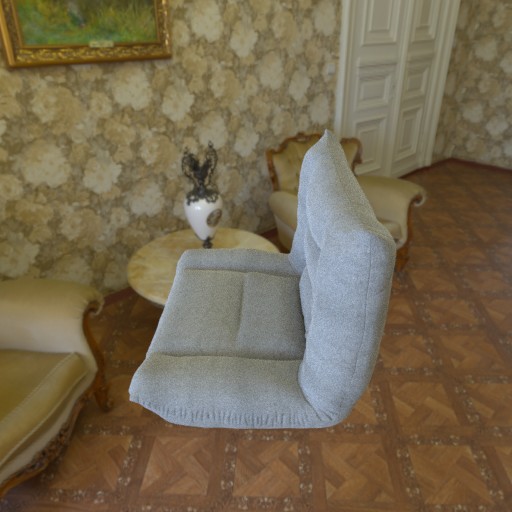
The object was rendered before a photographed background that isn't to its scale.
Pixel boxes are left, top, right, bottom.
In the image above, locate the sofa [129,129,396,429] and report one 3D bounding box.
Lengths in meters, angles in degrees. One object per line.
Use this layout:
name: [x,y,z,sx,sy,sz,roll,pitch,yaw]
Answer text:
sofa: [0.000,0.000,1.812,0.847,0.795,1.144,1,27,1]
